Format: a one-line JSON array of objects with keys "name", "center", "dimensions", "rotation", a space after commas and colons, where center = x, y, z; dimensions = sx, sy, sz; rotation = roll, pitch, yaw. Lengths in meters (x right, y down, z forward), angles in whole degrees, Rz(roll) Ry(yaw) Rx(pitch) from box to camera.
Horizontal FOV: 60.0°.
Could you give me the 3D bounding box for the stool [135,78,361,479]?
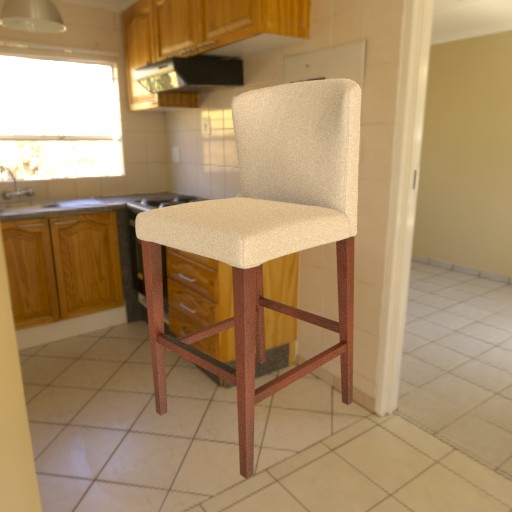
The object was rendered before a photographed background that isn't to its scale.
[{"name": "stool", "center": [0.000, 0.000, 1.380], "dimensions": [0.479, 1.069, 0.568], "rotation": [14, 20, 43]}]
